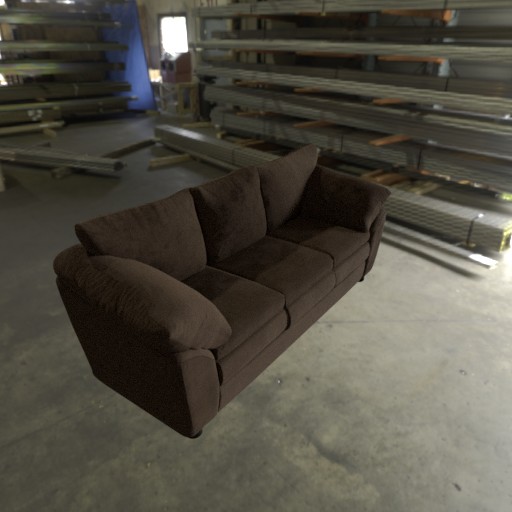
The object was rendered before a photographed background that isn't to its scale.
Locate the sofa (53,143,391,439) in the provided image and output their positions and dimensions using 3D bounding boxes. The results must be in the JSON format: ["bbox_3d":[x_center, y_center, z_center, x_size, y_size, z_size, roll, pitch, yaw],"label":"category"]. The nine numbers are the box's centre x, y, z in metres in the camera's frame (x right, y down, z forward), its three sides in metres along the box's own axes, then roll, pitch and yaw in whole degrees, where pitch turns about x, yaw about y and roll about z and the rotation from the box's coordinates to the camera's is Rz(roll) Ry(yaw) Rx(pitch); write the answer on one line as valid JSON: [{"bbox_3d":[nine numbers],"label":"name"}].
[{"bbox_3d":[0.000,0.000,2.845,0.878,1.015,2.336,18,31,32],"label":"sofa"}]
